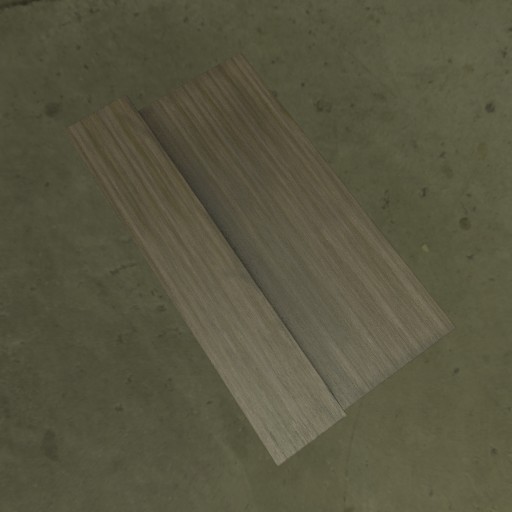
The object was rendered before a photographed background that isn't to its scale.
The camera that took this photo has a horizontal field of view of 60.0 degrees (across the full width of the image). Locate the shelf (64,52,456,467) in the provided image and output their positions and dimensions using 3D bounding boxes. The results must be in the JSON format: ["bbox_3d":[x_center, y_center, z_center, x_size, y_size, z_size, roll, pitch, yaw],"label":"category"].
[{"bbox_3d":[0.000,0.000,1.755,0.685,0.865,1.212,-33,78,-8],"label":"shelf"}]
